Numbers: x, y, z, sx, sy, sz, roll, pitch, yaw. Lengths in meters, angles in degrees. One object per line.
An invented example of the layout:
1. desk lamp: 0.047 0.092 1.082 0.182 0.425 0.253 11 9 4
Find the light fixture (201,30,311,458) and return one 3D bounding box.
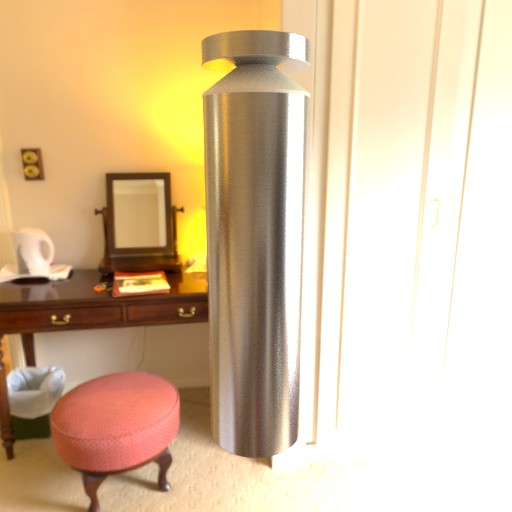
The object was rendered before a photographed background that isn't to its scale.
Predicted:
1. light fixture: 0.000 0.000 0.454 0.102 0.400 0.102 13 19 43
